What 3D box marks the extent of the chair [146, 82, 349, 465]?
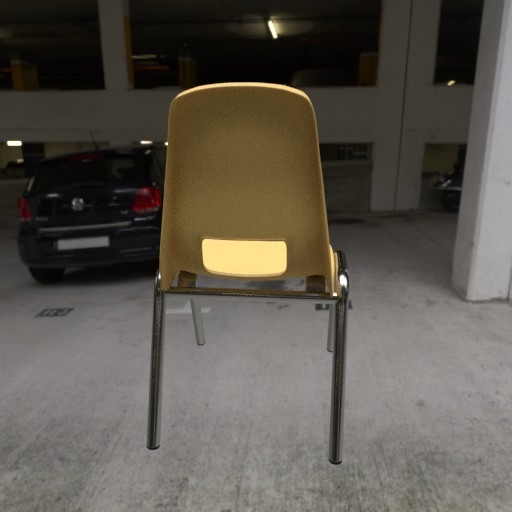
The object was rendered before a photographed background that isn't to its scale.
[{"bbox_3d":[0.000,0.000,0.859,0.354,0.586,0.423,2,15,6],"label":"chair"}]
